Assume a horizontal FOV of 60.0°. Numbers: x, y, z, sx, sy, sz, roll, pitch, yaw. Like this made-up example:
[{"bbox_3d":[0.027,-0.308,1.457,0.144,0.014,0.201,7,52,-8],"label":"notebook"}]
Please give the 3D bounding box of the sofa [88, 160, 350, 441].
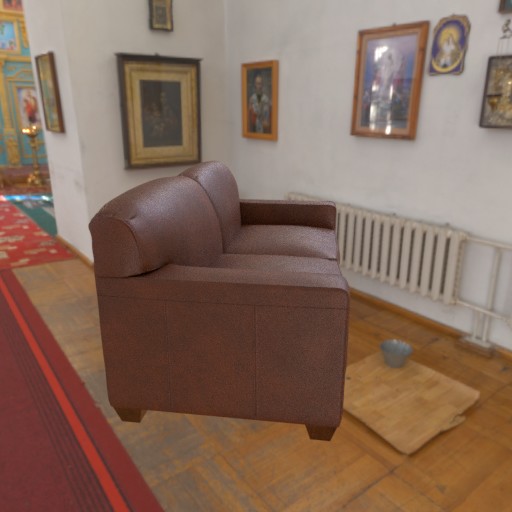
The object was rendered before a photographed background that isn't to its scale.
[{"bbox_3d":[0.000,0.000,2.513,1.000,0.966,1.856,2,17,8],"label":"sofa"}]
